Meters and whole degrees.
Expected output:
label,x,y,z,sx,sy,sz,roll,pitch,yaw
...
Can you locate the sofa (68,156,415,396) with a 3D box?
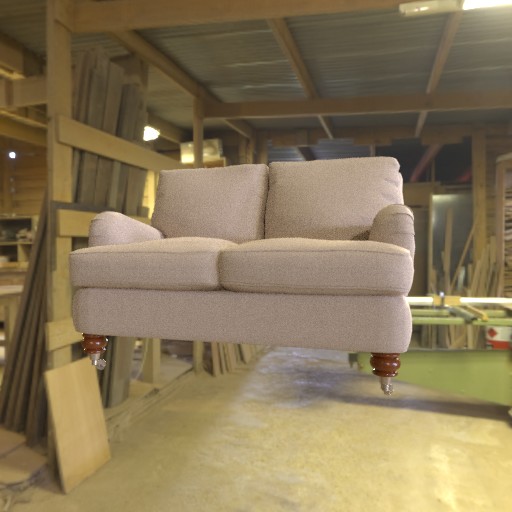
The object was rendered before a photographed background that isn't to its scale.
label,x,y,z,sx,sy,sz,roll,pitch,yaw
sofa,0.000,0.000,2.257,1.508,1.048,1.087,0,1,17
